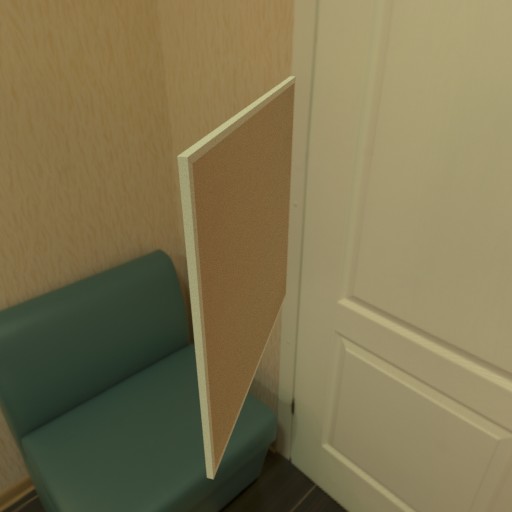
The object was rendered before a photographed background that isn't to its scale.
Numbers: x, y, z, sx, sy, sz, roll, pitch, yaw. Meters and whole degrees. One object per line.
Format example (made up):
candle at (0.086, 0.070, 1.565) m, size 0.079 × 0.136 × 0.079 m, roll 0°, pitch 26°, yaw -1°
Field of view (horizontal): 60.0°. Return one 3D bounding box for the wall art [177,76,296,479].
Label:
wall art at (0.000, 0.000, 0.838) m, size 0.012 × 0.557 × 0.557 m, roll 8°, pitch 31°, yaw 14°
